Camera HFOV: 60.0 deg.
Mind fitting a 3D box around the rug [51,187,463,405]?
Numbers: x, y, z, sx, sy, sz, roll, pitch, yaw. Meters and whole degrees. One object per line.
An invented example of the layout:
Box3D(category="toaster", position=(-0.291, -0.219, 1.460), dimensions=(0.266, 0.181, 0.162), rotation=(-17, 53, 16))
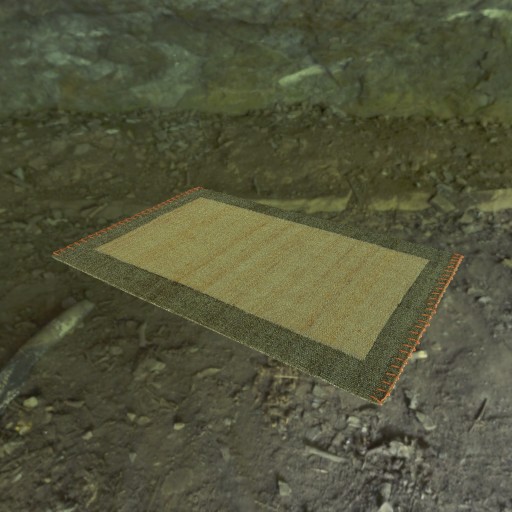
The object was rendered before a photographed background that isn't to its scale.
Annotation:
Box3D(category="rug", position=(0.000, 0.000, 2.337), dimensions=(1.838, 0.019, 1.220), rotation=(18, 34, 29))
